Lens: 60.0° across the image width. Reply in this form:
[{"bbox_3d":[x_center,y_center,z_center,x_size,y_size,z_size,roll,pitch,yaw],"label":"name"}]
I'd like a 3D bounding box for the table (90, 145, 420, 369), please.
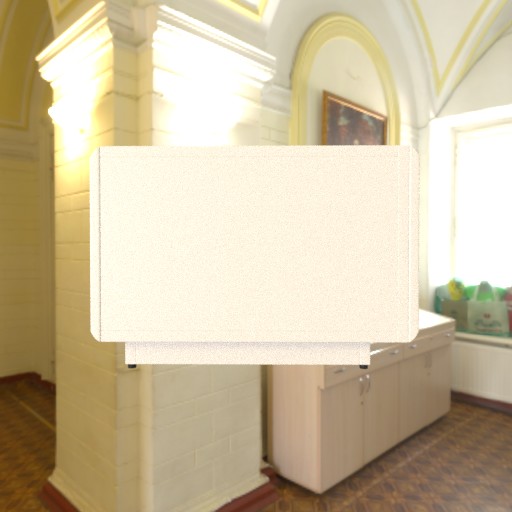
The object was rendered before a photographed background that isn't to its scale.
[{"bbox_3d":[0.000,0.000,1.402,0.639,0.442,1.097,0,1,1],"label":"table"}]
